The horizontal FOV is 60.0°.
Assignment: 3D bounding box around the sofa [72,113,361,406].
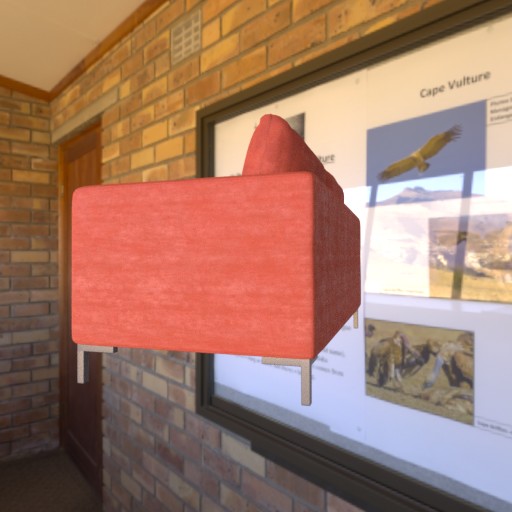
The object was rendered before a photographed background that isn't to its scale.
[{"bbox_3d":[0.000,0.000,2.112,0.864,0.896,1.574,0,0,18],"label":"sofa"}]
